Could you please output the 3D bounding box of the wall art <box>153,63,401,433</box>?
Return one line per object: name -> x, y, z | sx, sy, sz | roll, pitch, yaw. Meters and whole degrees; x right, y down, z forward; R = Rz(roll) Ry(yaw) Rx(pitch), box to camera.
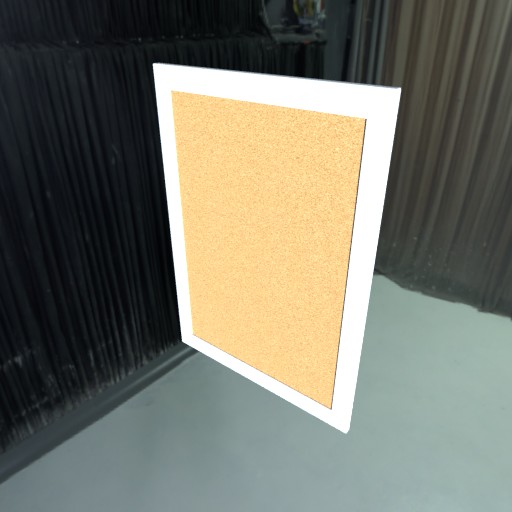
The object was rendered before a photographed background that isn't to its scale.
wall art -> 0.000, 0.000, 0.689 | 0.374, 0.529, 0.012 | 20, 35, 32
